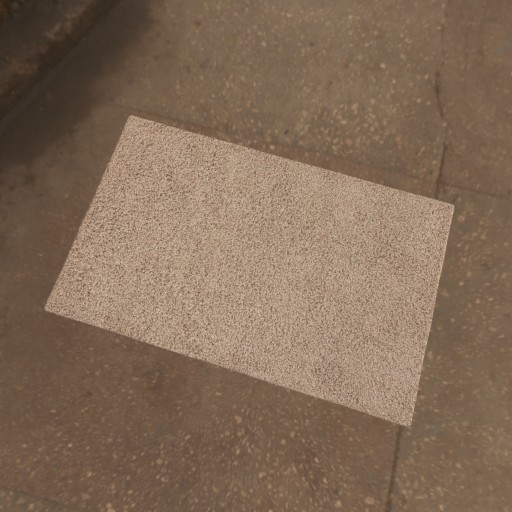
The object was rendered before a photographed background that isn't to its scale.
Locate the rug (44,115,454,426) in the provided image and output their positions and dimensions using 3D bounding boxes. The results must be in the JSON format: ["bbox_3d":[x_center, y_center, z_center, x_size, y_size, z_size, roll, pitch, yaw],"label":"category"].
[{"bbox_3d":[0.000,0.000,3.001,2.438,0.030,1.524,17,75,5],"label":"rug"}]
